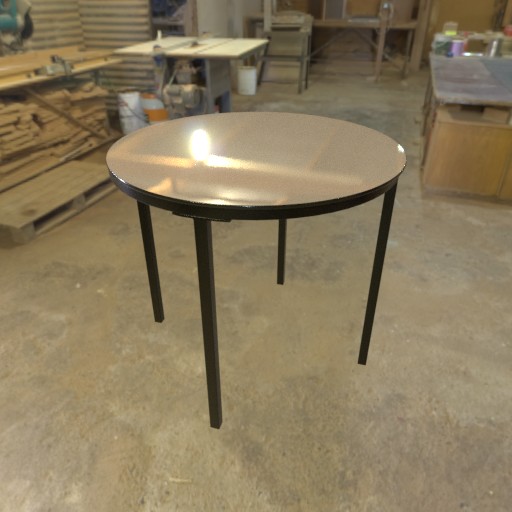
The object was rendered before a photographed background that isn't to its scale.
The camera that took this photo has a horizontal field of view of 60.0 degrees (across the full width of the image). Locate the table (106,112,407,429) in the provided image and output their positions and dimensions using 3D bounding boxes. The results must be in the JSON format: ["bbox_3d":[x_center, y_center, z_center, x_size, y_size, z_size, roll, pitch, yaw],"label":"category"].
[{"bbox_3d":[0.000,0.000,0.878,0.499,0.443,0.499,0,31,0],"label":"table"}]
